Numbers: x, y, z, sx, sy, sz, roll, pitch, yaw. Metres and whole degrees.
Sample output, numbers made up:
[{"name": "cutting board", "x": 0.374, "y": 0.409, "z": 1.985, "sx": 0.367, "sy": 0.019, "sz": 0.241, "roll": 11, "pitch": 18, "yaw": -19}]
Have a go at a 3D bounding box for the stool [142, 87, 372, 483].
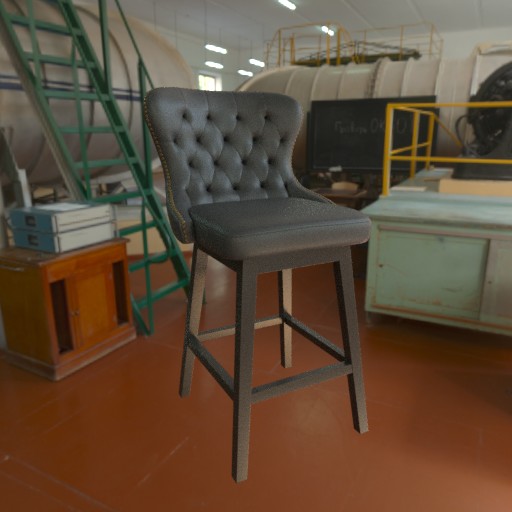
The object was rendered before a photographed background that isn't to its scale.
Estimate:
[{"name": "stool", "x": 0.000, "y": 0.000, "z": 1.317, "sx": 0.528, "sy": 0.971, "sz": 0.593, "roll": -8, "pitch": 18, "yaw": -27}]
